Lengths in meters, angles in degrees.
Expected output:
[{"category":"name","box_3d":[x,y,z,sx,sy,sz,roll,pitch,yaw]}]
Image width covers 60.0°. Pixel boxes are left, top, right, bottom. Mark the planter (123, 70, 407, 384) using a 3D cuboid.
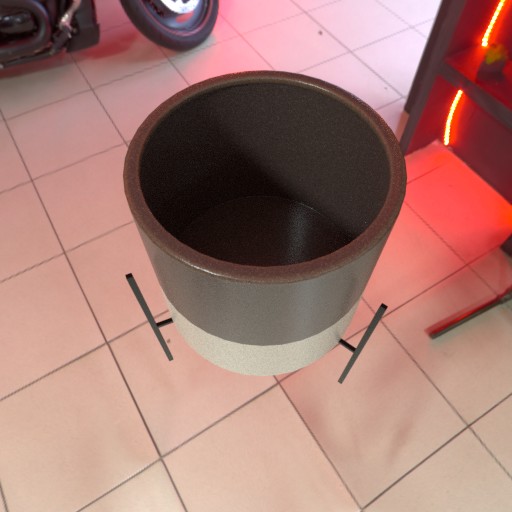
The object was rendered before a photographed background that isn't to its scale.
[{"category":"planter","box_3d":[0.000,0.000,0.521,0.250,0.353,0.260,1,59,0]}]
